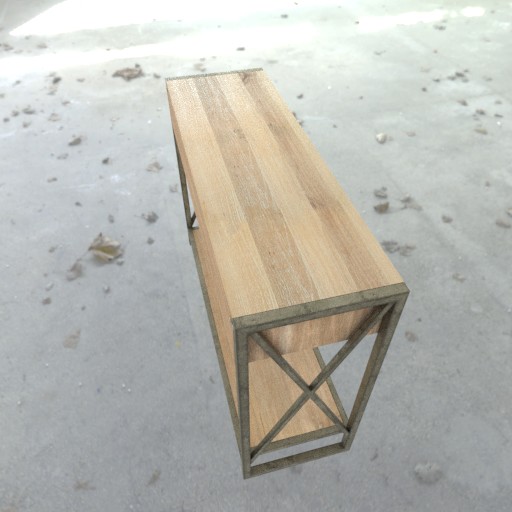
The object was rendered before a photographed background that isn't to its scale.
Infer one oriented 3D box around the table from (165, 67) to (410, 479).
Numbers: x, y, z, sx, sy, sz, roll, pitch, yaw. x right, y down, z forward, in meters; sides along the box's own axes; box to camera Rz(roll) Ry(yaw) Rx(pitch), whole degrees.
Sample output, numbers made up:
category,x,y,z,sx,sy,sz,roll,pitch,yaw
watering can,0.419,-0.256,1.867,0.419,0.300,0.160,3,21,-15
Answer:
category,x,y,z,sx,sy,sz,roll,pitch,yaw
table,0.000,0.000,1.436,0.361,0.763,1.059,-11,46,-10
